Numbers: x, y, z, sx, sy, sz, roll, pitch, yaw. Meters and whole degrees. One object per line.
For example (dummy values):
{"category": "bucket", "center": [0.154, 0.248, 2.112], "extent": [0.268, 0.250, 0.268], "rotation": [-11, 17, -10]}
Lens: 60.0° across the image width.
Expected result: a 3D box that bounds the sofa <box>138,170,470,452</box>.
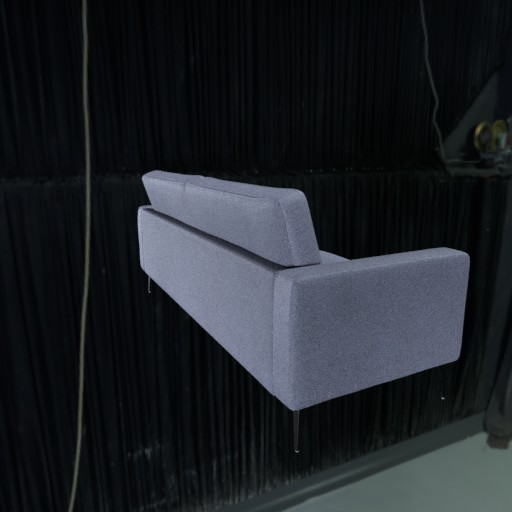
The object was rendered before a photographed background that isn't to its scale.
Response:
{"category": "sofa", "center": [0.000, 0.000, 2.291], "extent": [0.774, 0.828, 1.925], "rotation": [-7, 15, -27]}
